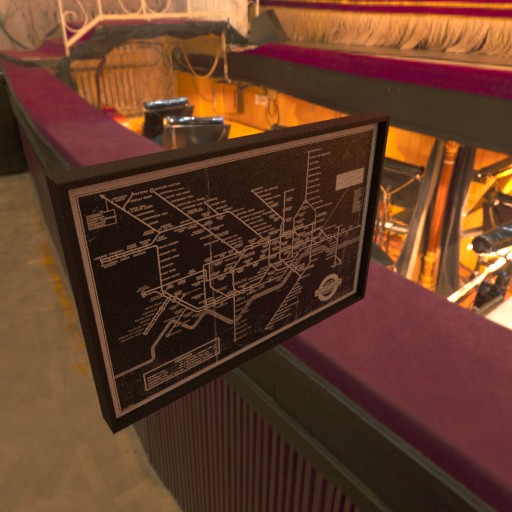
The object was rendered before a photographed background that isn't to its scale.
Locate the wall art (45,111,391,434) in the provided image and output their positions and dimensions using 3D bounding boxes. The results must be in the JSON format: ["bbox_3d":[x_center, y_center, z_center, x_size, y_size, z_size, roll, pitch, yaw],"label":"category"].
[{"bbox_3d":[0.000,0.000,0.858,0.671,0.456,0.051,-21,35,-33],"label":"wall art"}]
